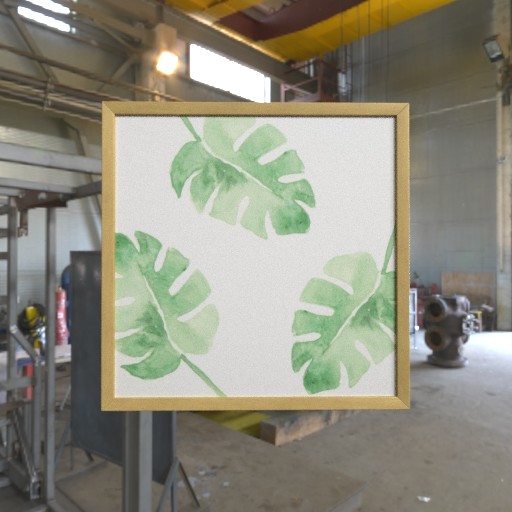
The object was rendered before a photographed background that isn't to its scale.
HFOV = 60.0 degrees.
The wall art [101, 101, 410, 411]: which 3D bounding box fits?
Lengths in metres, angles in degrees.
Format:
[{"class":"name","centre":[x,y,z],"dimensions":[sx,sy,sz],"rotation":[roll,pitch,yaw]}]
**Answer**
[{"class":"wall art","centre":[0.000,0.000,0.457],"dimensions":[0.305,0.305,0.038],"rotation":[0,0,-1]}]
